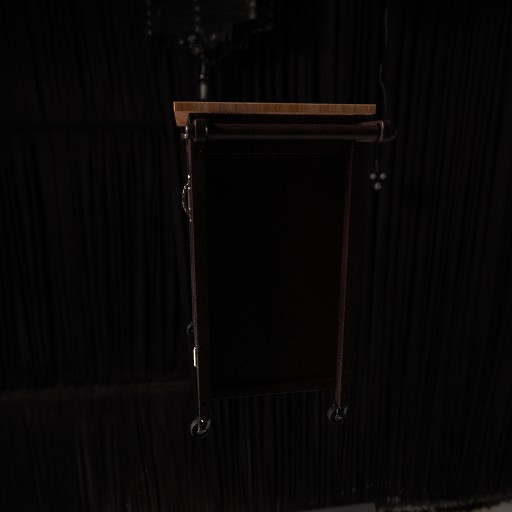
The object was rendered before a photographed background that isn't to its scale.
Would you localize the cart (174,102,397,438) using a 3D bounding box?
[{"bbox_3d":[0.000,0.000,1.432,0.472,0.878,0.914,-2,14,-9],"label":"cart"}]
